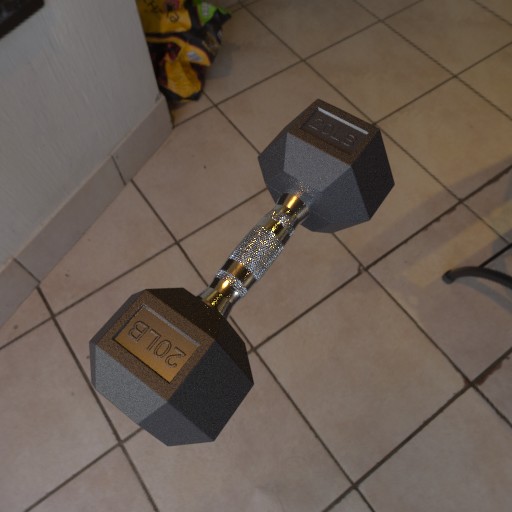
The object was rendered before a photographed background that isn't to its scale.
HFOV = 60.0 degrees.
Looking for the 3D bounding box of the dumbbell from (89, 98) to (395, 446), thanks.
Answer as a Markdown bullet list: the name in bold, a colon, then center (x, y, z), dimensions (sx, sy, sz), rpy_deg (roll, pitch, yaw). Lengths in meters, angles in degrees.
- **dumbbell**: center (0.000, 0.000, 0.326), dimensions (0.106, 0.092, 0.272), rpy_deg (32, 67, 16)
